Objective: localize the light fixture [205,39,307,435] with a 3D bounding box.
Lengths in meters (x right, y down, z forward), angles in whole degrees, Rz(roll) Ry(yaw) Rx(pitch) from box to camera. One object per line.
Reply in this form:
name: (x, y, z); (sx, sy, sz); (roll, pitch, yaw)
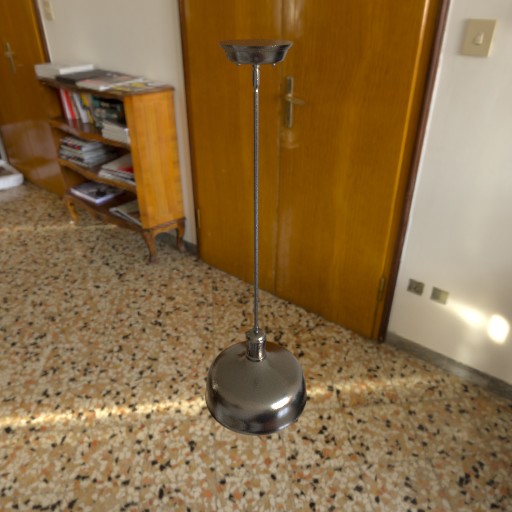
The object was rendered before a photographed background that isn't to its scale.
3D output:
light fixture: (0.000, 0.000, 1.073); (0.299, 0.935, 0.299); (2, 30, 3)
